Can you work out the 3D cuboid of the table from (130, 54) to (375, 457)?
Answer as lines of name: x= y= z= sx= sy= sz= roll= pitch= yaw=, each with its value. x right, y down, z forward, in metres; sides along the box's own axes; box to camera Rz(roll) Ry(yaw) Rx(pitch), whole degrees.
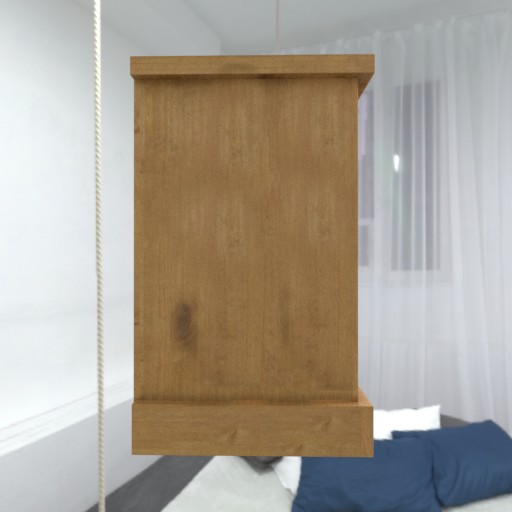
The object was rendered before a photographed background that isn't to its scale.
table: x=0.000 y=0.000 z=1.227 sx=0.500 sy=0.813 sz=0.660 roll=0 pitch=0 yaw=1
